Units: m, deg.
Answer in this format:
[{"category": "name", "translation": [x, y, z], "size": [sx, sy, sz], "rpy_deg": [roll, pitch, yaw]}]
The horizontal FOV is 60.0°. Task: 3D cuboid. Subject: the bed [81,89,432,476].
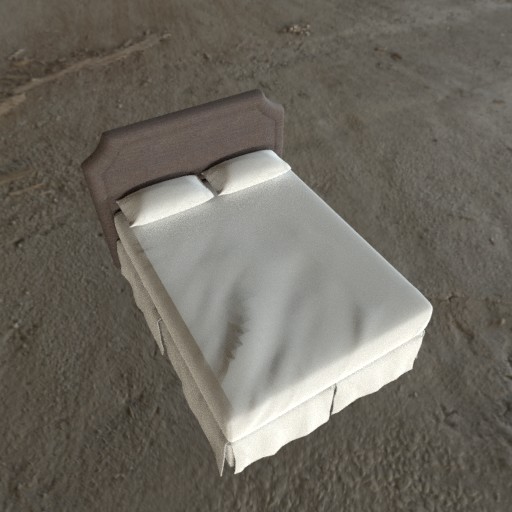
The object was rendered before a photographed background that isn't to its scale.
[{"category": "bed", "translation": [0.000, 0.000, 3.150], "size": [1.693, 1.290, 2.116], "rpy_deg": [-23, 51, -20]}]
